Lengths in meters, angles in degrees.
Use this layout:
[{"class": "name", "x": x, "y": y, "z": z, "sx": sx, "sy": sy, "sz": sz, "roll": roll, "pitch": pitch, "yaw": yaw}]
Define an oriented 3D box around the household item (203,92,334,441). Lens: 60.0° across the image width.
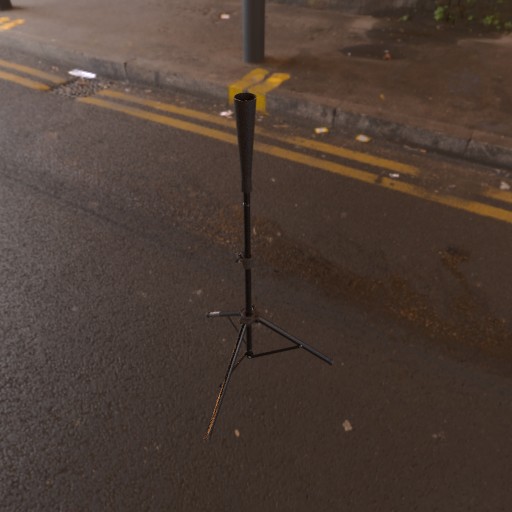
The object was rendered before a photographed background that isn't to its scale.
[{"class": "household item", "x": 0.000, "y": 0.000, "z": 1.416, "sx": 0.559, "sy": 1.067, "sz": 0.559, "roll": -13, "pitch": 42, "yaw": -14}]
